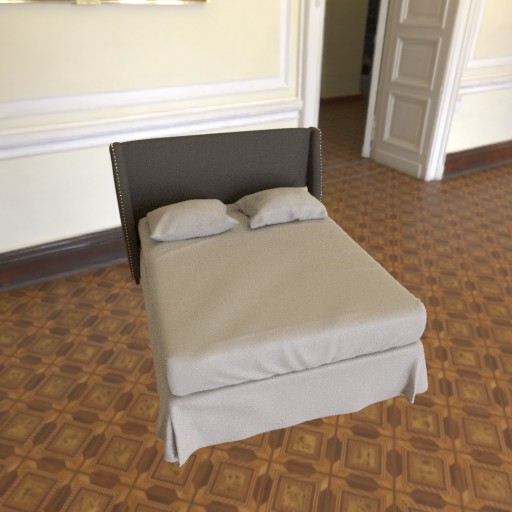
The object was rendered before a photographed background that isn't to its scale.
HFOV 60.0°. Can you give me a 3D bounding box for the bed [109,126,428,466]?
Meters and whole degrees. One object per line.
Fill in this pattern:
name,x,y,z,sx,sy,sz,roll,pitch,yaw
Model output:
bed,0.000,0.000,3.382,1.925,1.332,2.276,-9,31,-15
